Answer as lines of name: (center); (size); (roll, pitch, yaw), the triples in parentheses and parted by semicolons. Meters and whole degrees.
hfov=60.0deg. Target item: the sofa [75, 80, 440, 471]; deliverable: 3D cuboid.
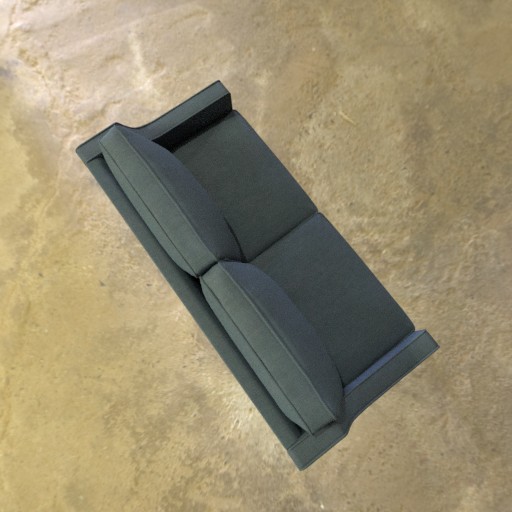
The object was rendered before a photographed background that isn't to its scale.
sofa: (0.000, 0.000, 2.816); (1.066, 1.071, 2.178); (-36, 78, -8)
